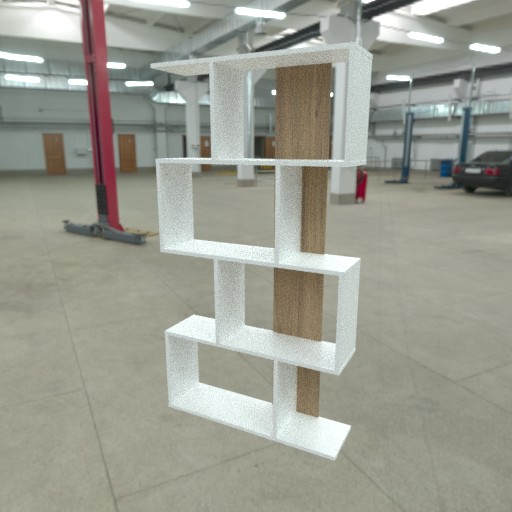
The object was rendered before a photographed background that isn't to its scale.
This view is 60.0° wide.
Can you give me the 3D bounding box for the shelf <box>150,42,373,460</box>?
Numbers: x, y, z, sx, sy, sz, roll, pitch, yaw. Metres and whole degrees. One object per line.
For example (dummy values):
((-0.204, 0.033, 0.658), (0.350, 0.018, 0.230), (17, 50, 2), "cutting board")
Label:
((0.000, 0.000, 2.006), (0.890, 1.650, 0.250), (7, 16, 27), "shelf")
